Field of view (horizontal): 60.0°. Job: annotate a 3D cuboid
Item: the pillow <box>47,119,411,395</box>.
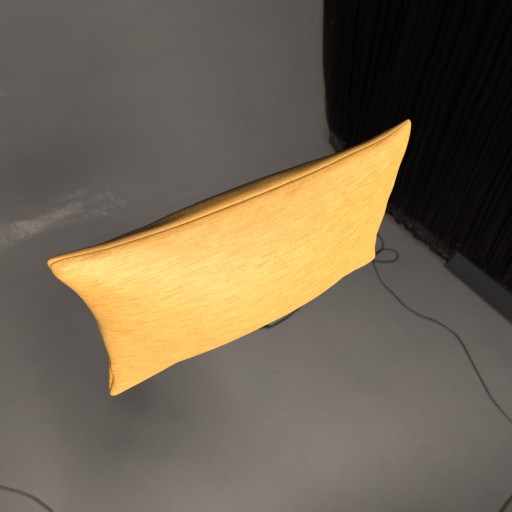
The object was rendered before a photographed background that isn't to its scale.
[{"bbox_3d":[0.000,0.000,0.792,0.634,0.354,0.210,-25,52,-21],"label":"pillow"}]
